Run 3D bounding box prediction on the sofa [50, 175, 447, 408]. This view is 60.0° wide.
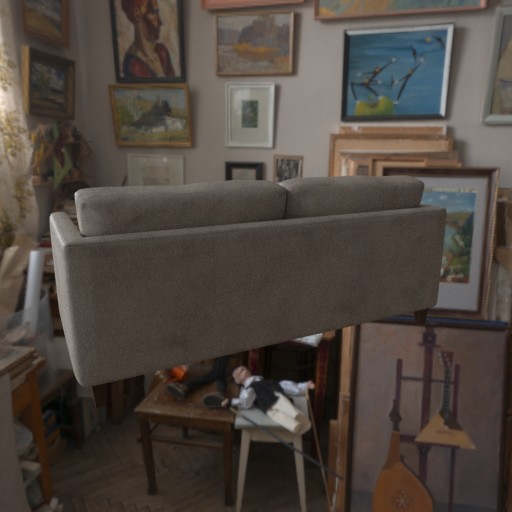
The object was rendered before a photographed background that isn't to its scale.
[{"bbox_3d":[0.000,0.000,2.691,2.208,0.965,0.951,-7,16,-27],"label":"sofa"}]
